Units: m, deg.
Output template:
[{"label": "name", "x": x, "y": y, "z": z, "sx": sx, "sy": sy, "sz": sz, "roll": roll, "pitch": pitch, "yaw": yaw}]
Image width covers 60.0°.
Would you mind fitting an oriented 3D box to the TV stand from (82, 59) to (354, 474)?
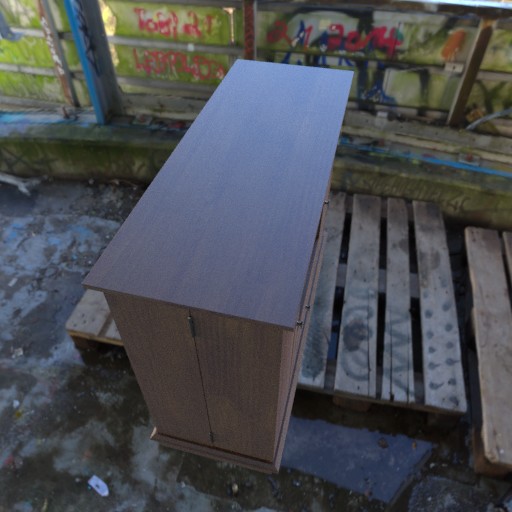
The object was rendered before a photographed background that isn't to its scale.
[{"label": "TV stand", "x": 0.000, "y": 0.000, "z": 1.450, "sx": 0.406, "sy": 0.813, "sz": 1.067, "roll": 10, "pitch": 47, "yaw": 10}]
